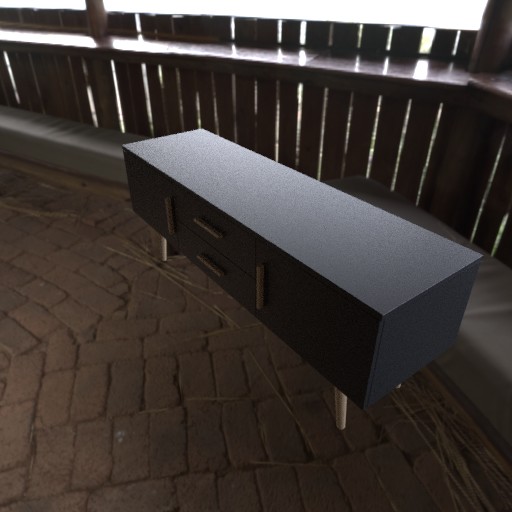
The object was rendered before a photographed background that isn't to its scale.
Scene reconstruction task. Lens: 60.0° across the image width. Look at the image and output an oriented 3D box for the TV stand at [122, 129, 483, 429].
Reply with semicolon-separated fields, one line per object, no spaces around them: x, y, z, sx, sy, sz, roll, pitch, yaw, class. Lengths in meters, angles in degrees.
0.000;0.000;1.551;0.390;0.518;1.312;-22;38;-30;TV stand
